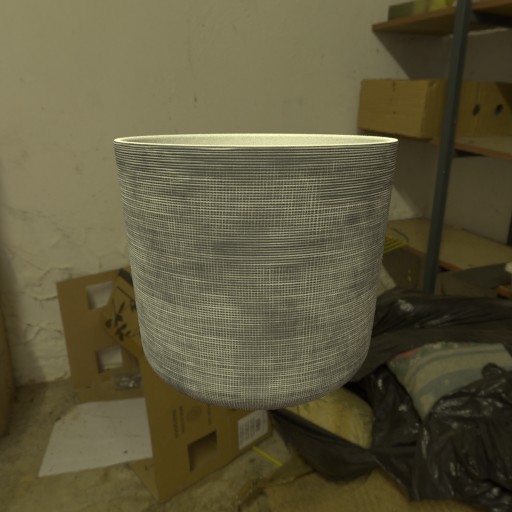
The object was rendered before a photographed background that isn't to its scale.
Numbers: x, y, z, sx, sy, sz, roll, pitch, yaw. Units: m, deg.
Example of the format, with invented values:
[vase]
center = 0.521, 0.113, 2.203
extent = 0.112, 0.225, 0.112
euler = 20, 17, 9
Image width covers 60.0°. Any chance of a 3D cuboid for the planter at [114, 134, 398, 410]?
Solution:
[planter]
center = 0.000, 0.000, 0.774
extent = 0.440, 0.398, 0.440
euler = 0, 17, 0
